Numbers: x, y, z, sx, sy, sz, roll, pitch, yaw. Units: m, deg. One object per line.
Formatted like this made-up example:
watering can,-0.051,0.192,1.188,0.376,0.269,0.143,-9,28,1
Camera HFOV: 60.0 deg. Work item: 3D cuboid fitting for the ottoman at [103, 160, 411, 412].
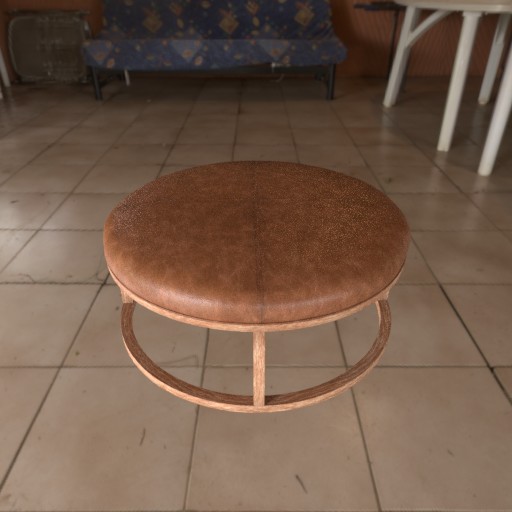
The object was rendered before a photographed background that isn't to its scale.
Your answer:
ottoman,0.000,0.000,1.581,1.006,0.445,1.006,0,32,0
